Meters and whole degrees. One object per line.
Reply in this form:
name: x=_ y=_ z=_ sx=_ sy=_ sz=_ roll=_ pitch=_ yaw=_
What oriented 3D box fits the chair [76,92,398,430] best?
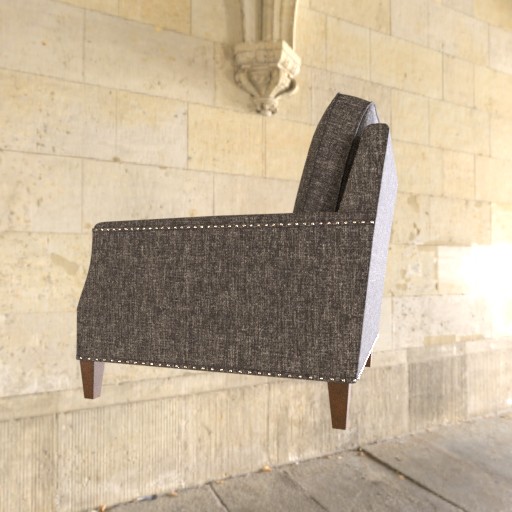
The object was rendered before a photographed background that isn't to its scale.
chair: x=0.000 y=0.000 z=1.689 sx=1.014 sy=0.943 sz=0.853 roll=0 pitch=-1 yaw=19
